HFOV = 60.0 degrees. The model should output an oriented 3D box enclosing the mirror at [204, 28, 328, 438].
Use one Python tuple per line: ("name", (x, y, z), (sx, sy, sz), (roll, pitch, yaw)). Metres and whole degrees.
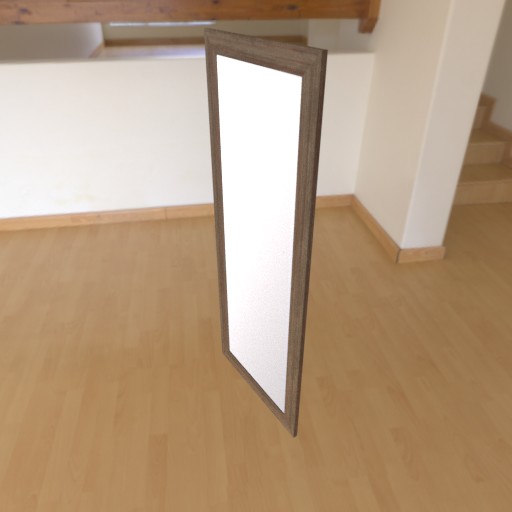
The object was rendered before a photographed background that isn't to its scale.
("mirror", (0.000, 0.000, 2.283), (0.025, 2.032, 0.812), (-20, 38, -28))
